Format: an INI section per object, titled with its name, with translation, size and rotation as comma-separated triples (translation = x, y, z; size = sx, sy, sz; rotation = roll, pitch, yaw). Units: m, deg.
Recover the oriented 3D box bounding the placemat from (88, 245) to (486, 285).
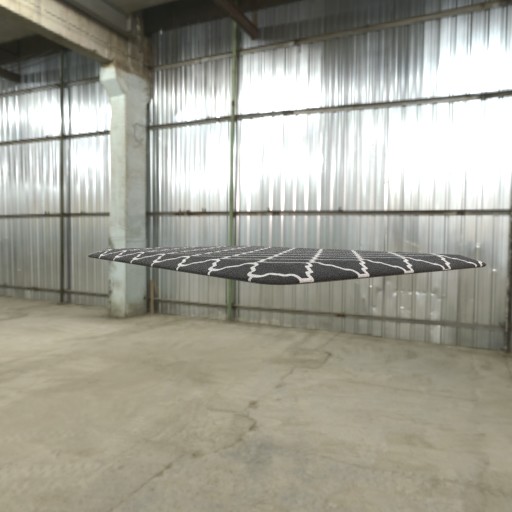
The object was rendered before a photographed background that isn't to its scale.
[placemat]
translation = 0.000, 0.000, 0.954
size = 0.508, 0.021, 0.762
rotation = -2, 4, -36
